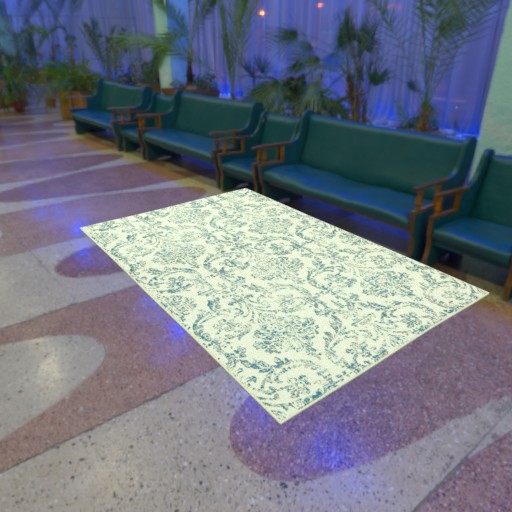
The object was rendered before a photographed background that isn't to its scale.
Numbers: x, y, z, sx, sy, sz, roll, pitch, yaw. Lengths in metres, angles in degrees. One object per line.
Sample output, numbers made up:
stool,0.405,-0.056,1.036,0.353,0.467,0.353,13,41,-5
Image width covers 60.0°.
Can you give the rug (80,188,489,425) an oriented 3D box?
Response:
rug,0.000,0.000,3.426,1.819,0.018,2.746,-19,33,-33
